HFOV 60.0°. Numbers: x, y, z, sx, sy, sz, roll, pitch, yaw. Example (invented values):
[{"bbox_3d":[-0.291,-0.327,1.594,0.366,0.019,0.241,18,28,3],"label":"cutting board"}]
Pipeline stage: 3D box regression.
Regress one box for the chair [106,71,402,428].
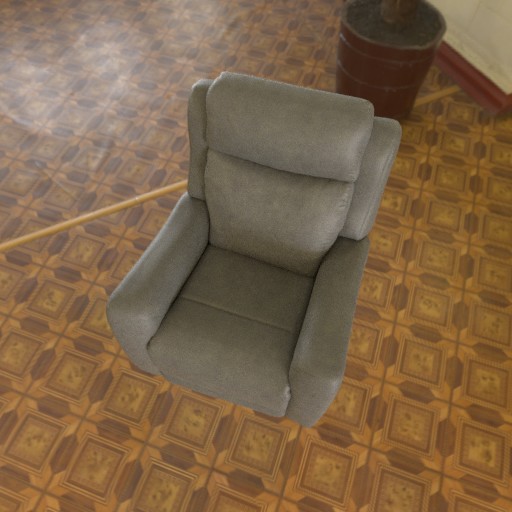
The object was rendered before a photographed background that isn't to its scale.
[{"bbox_3d":[0.000,0.000,1.949,0.965,1.116,1.068,16,60,10],"label":"chair"}]
